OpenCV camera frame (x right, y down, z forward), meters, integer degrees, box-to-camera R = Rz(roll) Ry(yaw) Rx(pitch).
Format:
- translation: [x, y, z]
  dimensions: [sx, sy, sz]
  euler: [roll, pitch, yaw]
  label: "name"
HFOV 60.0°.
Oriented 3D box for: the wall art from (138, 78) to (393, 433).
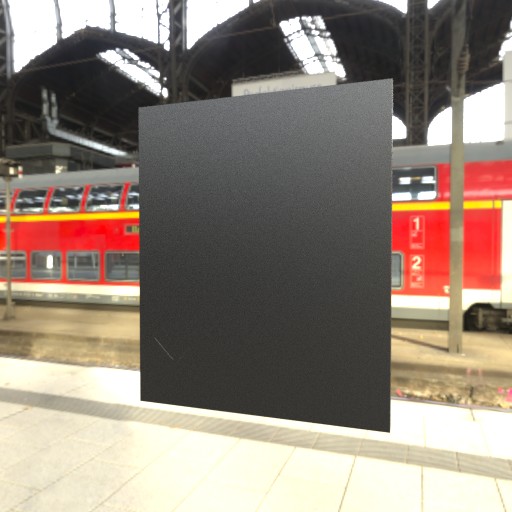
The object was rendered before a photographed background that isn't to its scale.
- translation: [0.000, 0.000, 0.781]
  dimensions: [0.457, 0.557, 0.028]
  euler: [0, 1, 19]
  label: "wall art"
